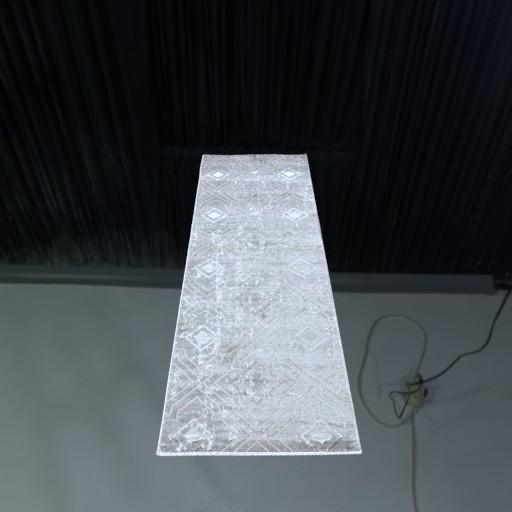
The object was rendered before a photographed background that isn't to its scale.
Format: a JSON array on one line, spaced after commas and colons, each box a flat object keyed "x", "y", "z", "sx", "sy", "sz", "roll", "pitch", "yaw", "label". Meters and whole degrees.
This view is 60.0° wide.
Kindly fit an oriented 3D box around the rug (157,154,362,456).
[{"x": 0.000, "y": 0.000, "z": 2.665, "sx": 0.832, "sy": 0.035, "sz": 2.381, "roll": 0, "pitch": 42, "yaw": 0, "label": "rug"}]
